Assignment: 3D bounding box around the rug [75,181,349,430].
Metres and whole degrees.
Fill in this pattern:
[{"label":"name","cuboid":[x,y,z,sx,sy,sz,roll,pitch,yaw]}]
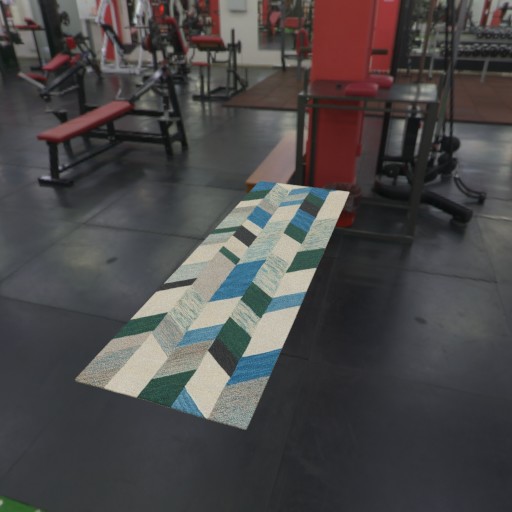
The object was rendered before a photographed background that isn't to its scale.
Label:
[{"label":"rug","cuboid":[0.000,0.000,2.737,0.774,0.008,2.437,10,32,16]}]
